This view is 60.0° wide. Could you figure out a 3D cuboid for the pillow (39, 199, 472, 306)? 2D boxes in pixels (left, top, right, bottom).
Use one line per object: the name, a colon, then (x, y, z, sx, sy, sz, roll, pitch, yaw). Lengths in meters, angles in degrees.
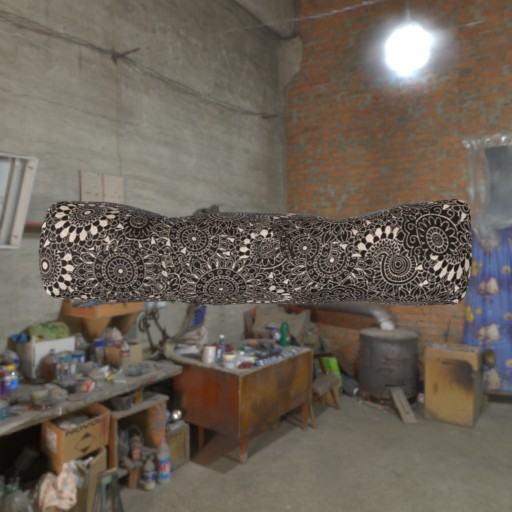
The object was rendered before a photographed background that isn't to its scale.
pillow: (0.000, 0.000, 0.702, 0.490, 0.128, 0.468, 0, -1, -1)
